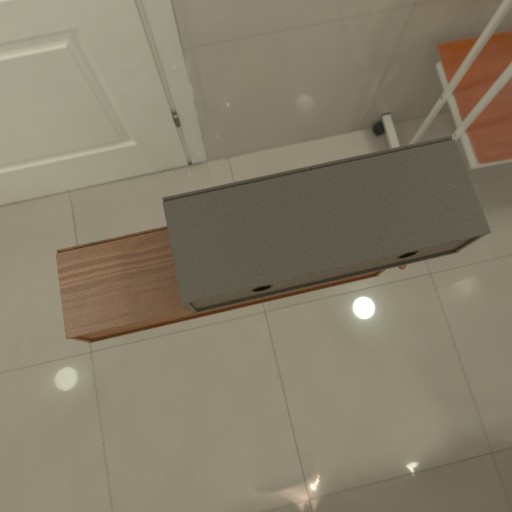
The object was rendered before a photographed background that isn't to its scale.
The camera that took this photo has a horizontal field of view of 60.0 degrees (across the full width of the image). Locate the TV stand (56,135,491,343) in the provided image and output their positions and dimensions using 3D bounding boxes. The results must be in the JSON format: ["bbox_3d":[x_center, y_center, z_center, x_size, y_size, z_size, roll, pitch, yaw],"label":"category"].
[{"bbox_3d":[0.000,0.000,1.583,1.336,0.591,0.329,-13,75,-3],"label":"TV stand"}]
